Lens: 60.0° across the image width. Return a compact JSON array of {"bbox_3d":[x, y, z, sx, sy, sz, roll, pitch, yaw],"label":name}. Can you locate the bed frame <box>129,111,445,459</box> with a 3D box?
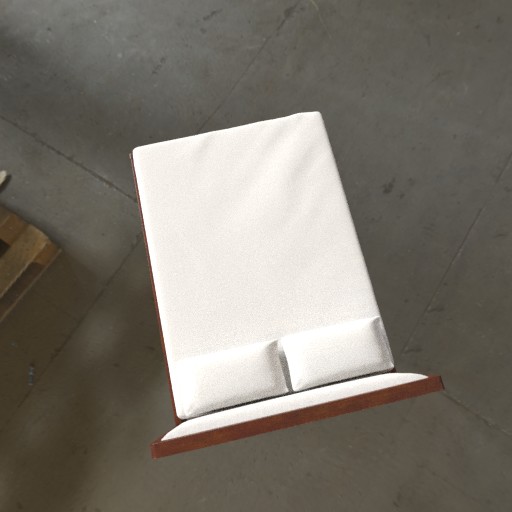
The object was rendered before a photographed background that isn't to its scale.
[{"bbox_3d":[0.000,0.000,3.162,1.587,1.279,2.171,-12,76,-3],"label":"bed frame"}]
